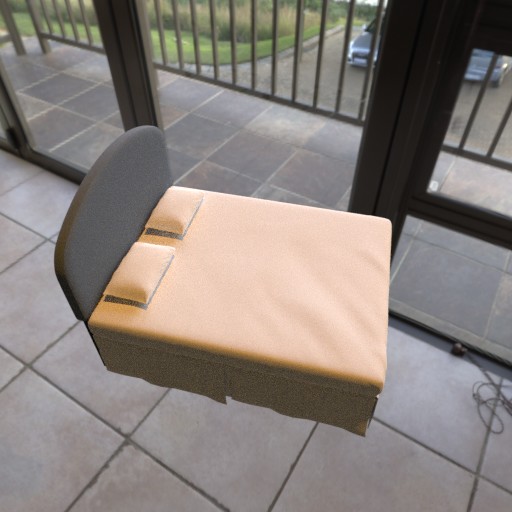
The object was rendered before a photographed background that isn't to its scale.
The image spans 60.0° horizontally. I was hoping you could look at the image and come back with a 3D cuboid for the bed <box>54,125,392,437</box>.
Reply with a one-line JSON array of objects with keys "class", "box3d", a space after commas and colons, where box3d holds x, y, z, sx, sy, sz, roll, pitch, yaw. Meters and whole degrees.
[{"class": "bed", "box3d": [0.000, 0.000, 3.137, 2.005, 1.410, 1.607, 10, 47, 9]}]
